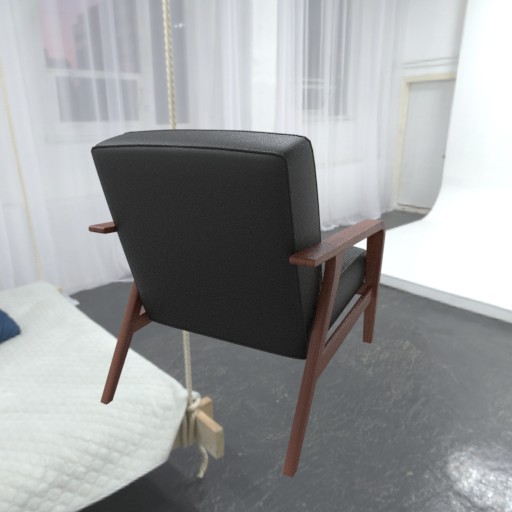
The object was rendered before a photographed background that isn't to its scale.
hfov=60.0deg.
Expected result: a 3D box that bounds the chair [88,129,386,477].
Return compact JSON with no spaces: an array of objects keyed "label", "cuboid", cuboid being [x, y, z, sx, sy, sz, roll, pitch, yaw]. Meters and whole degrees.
[{"label":"chair","cuboid":[0.000,0.000,1.545,0.719,0.861,0.889,9,19,26]}]
